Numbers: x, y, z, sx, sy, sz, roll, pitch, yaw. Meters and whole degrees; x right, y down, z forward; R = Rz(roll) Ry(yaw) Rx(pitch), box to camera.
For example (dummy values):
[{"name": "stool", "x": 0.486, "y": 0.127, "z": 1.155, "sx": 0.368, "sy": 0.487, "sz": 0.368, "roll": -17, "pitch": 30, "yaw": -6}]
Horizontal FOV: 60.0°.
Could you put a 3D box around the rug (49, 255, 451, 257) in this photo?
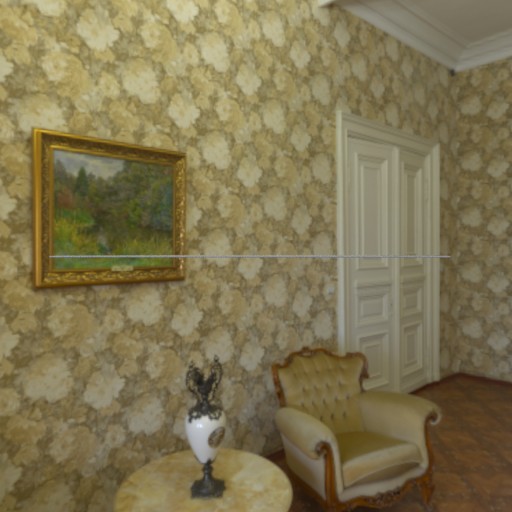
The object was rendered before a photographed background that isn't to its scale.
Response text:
[{"name": "rug", "x": 0.000, "y": 0.000, "z": 4.089, "sx": 2.363, "sy": 0.012, "sz": 2.980, "roll": 0, "pitch": 0, "yaw": 2}]
